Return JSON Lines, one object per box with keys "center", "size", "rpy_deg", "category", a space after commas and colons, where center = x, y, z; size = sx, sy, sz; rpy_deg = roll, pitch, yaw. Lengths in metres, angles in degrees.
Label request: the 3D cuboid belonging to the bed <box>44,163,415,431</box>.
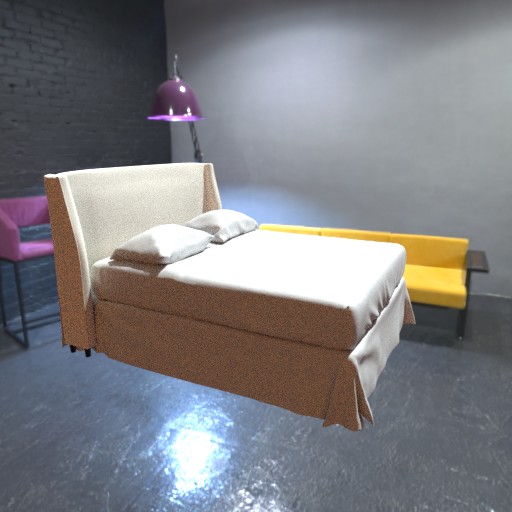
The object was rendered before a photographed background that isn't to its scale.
{"center": [0.000, 0.000, 3.456], "size": [2.276, 1.332, 1.925], "rpy_deg": [7, 16, 26], "category": "bed"}
